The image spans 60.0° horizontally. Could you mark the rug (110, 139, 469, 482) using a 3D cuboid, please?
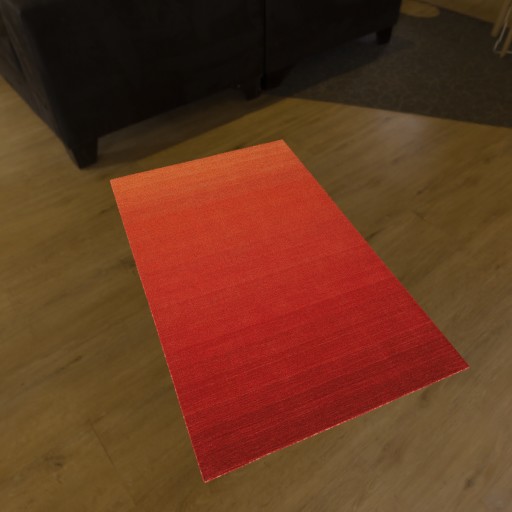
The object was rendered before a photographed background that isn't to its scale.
[{"bbox_3d":[0.000,0.000,2.997,1.531,0.010,2.442,-17,49,-15],"label":"rug"}]
